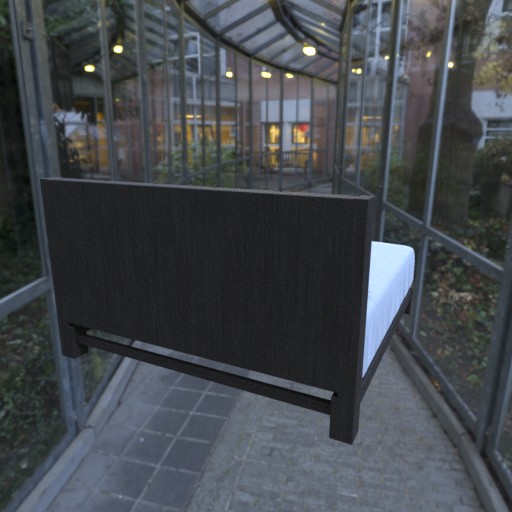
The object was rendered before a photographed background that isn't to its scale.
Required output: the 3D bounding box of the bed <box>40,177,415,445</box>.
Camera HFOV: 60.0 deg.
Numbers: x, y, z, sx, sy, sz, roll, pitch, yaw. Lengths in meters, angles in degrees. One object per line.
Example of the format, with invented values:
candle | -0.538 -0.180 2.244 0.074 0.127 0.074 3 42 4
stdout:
bed | 0.000 0.000 3.448 2.134 1.270 2.012 8 17 26
